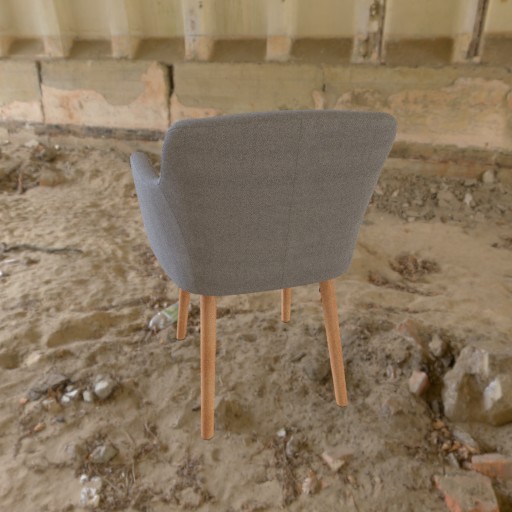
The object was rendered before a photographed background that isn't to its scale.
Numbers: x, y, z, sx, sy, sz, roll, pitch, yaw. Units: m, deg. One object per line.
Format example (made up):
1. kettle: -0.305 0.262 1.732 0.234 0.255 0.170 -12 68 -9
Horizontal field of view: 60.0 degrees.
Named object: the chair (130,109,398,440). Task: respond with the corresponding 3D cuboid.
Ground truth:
1. chair: 0.000 0.000 1.165 0.570 0.780 0.540 -7 25 -16
